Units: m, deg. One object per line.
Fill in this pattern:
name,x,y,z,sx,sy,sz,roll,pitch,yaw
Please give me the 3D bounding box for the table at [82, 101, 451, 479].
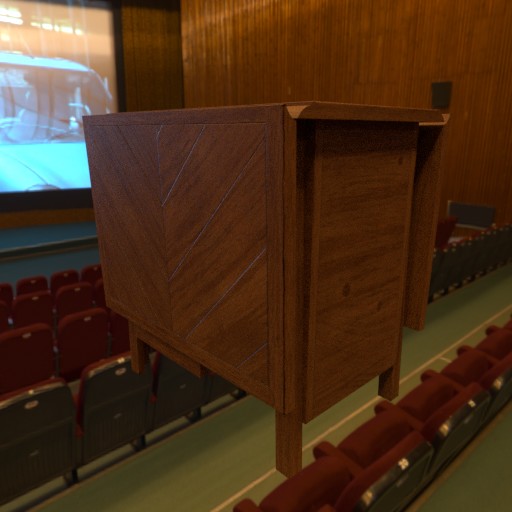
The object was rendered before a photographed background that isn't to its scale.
table,0.000,0.000,1.234,0.591,0.763,0.746,-14,21,-41
